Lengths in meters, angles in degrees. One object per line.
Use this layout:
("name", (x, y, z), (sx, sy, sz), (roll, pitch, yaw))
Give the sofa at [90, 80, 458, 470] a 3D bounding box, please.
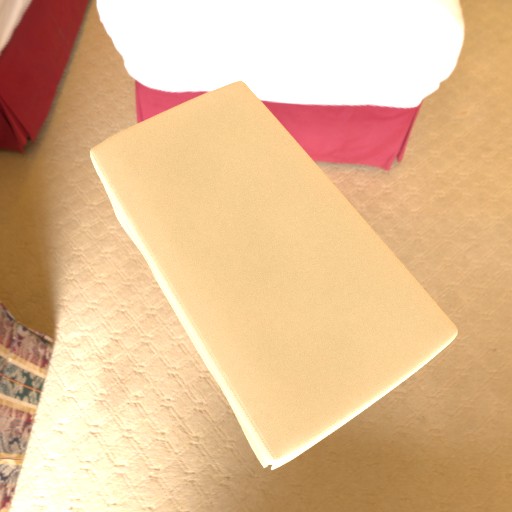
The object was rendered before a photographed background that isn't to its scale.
("sofa", (0.000, 0.000, 2.133), (0.939, 0.552, 1.677), (-30, 67, -14))
